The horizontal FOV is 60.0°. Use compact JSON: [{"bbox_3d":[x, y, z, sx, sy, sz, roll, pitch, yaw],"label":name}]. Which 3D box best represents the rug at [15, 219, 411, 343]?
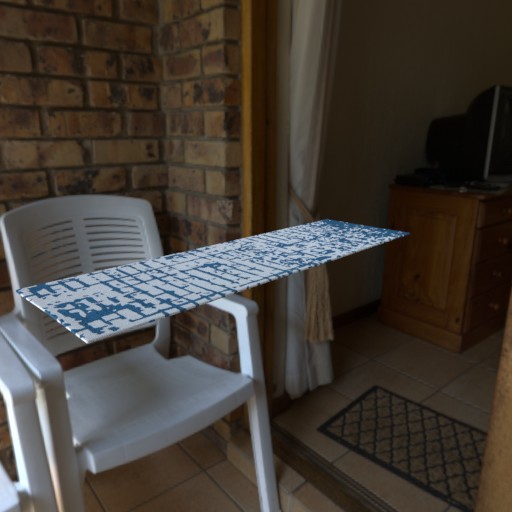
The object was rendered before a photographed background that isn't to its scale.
[{"bbox_3d":[0.000,0.000,2.643,0.750,0.011,2.435,15,22,43],"label":"rug"}]
